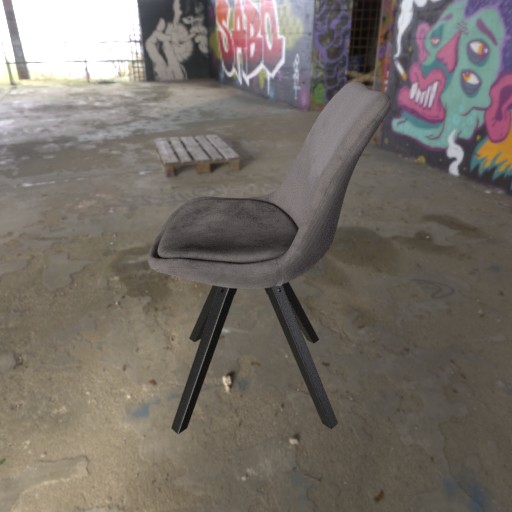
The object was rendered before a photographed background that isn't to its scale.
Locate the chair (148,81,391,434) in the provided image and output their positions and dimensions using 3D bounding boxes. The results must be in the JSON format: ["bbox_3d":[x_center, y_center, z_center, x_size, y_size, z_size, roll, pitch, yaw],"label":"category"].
[{"bbox_3d":[0.000,0.000,1.184,0.550,0.850,0.476,0,27,-1],"label":"chair"}]
